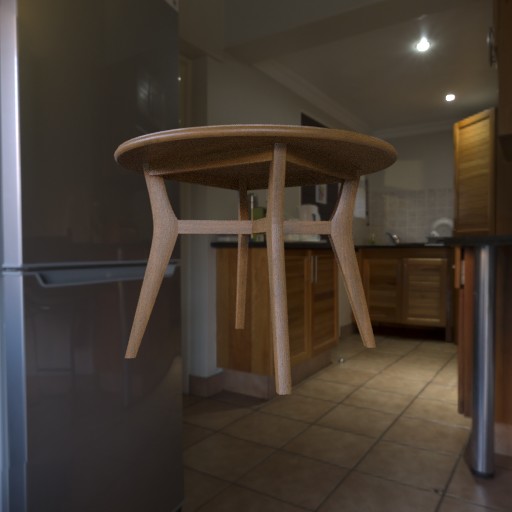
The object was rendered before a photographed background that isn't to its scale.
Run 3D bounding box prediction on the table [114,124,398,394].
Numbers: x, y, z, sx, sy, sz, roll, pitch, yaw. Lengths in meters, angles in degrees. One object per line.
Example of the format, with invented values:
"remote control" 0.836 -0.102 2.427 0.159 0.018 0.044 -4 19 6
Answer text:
"table" 0.000 0.000 1.745 1.055 0.757 1.055 0 2 0
